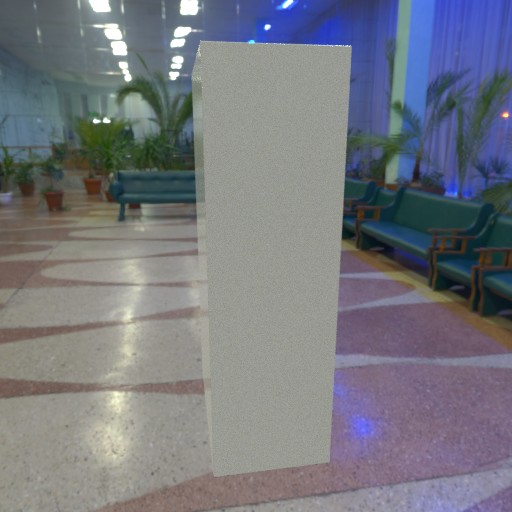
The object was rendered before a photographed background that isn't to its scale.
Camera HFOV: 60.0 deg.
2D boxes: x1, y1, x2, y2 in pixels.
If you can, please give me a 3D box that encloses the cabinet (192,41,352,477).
[{"bbox_3d":[0.000,0.000,2.381,0.580,1.920,0.980,-3,16,-9],"label":"cabinet"}]
